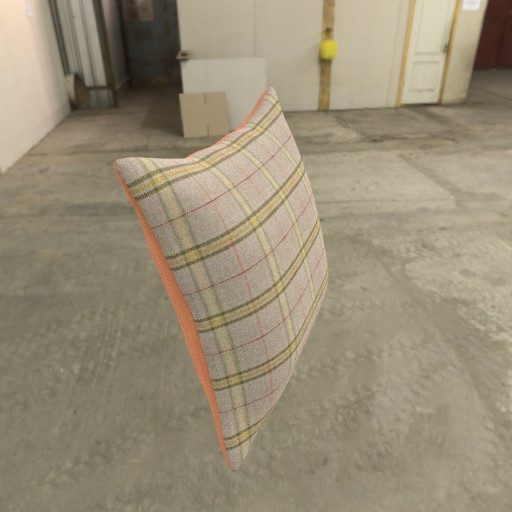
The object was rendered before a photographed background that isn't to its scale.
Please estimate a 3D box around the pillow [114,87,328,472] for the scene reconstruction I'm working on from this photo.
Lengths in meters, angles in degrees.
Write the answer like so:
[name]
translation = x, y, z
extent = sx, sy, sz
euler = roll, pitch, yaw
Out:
[pillow]
translation = 0.000, 0.000, 0.694
extent = 0.200, 0.430, 0.453
euler = 11, 31, 18
